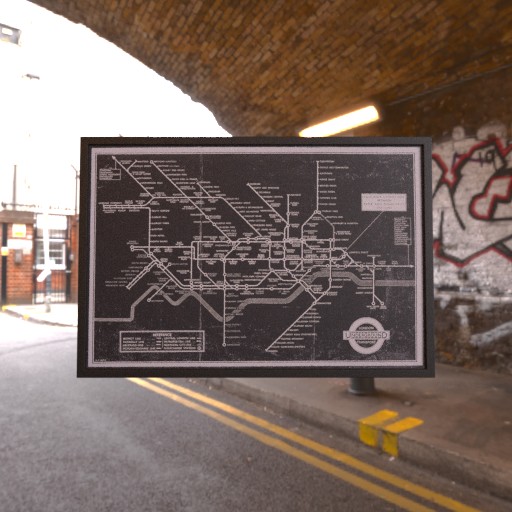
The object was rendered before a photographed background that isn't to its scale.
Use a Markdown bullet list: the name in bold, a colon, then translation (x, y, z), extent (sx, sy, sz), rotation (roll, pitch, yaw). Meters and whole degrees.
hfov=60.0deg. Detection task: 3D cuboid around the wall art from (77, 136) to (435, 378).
- **wall art**: translation (0.000, 0.000, 1.493), extent (1.192, 0.811, 0.013), rotation (0, -2, 0)
